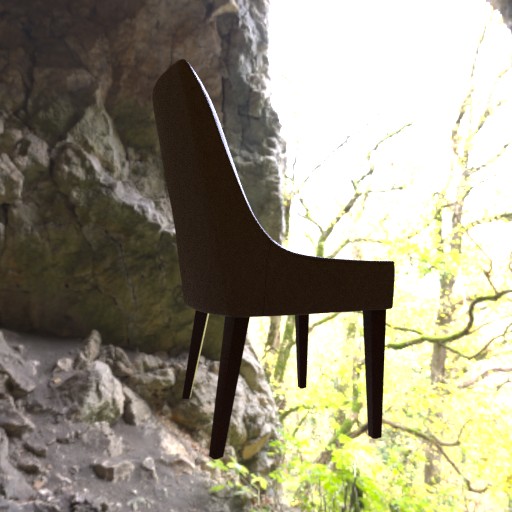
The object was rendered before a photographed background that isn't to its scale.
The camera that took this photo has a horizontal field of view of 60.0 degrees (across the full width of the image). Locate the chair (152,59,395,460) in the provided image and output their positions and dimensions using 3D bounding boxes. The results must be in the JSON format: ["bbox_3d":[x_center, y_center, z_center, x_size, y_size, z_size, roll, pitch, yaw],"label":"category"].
[{"bbox_3d":[0.000,0.000,1.188,0.544,0.861,0.529,0,-1,-17],"label":"chair"}]
